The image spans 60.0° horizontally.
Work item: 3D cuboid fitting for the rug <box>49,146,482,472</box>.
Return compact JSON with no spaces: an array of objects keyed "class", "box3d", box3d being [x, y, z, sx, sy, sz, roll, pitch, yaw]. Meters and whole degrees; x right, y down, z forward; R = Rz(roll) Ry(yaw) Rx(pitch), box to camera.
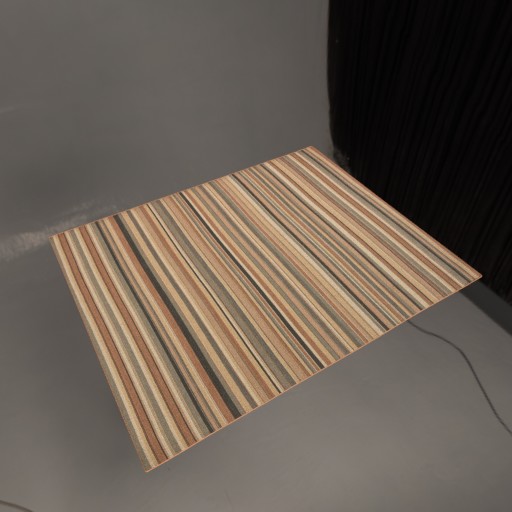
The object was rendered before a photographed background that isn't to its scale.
[{"class":"rug","box3d":[0.000,0.000,3.950,3.045,0.011,2.436,-24,50,-22]}]
